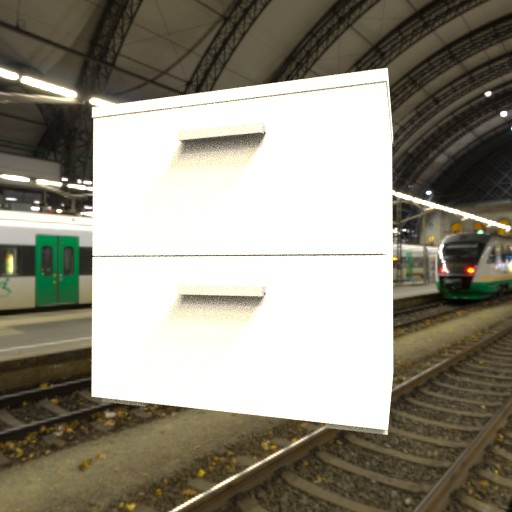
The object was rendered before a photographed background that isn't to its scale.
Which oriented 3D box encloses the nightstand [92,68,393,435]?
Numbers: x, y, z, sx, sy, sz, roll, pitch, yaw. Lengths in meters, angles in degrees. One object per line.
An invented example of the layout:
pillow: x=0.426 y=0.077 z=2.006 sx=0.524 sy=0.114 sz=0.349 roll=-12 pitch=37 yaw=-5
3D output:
nightstand: x=0.000 y=0.000 z=0.755 sx=0.441 sy=0.460 sz=0.325 roll=0 pitch=-1 yaw=18
